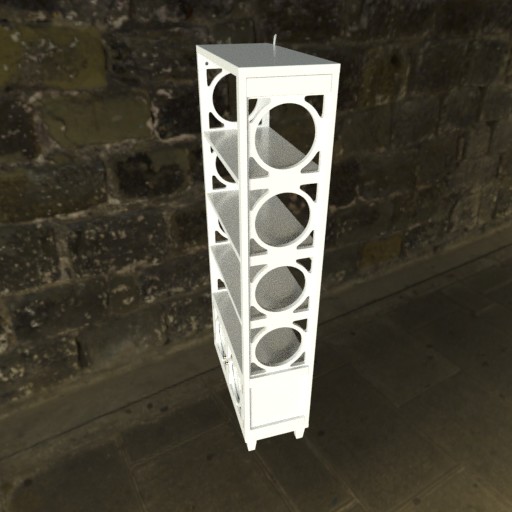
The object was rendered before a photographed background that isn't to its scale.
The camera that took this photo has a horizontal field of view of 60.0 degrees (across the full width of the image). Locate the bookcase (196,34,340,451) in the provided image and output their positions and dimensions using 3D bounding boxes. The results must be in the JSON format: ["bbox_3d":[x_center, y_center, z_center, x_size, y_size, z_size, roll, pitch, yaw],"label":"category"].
[{"bbox_3d":[0.000,0.000,2.134,0.361,1.869,0.761,-8,31,-14],"label":"bookcase"}]
